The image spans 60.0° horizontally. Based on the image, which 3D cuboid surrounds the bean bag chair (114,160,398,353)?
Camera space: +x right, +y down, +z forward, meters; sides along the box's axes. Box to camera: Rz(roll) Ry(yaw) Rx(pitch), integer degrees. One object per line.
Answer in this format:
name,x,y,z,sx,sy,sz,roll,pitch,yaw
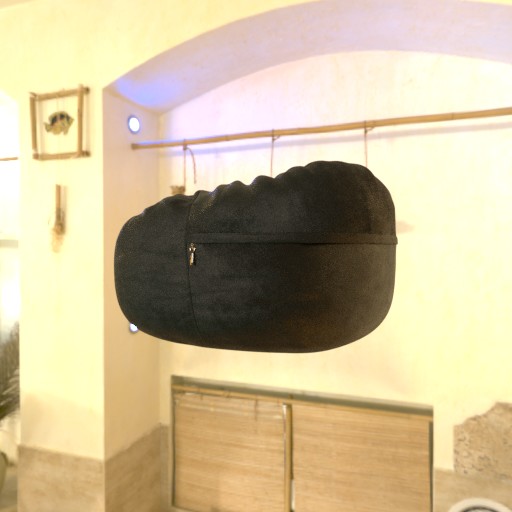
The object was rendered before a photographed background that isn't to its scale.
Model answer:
bean bag chair,0.000,0.000,2.499,1.524,0.878,1.524,0,1,19
